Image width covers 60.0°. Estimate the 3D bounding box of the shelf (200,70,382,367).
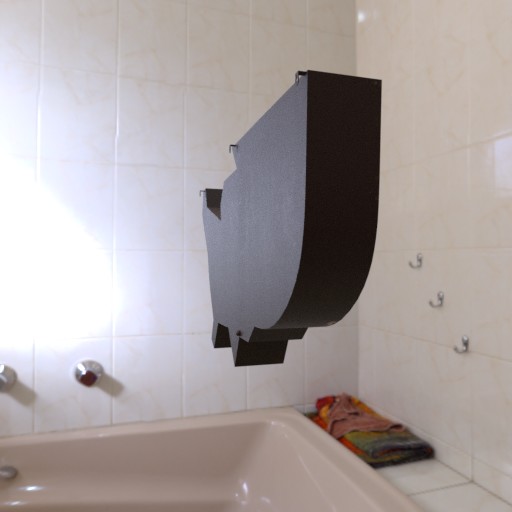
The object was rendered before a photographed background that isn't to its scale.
[{"bbox_3d":[0.000,0.000,0.890,0.112,0.439,0.729,0,-1,-17],"label":"shelf"}]
